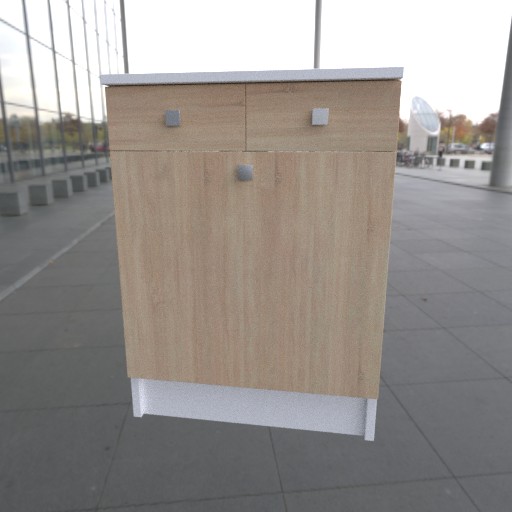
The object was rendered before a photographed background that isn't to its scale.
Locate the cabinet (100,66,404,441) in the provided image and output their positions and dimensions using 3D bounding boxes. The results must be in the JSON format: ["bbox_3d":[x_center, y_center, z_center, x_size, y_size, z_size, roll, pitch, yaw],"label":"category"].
[{"bbox_3d":[0.000,0.000,1.099,0.600,0.815,0.296,2,14,9],"label":"cabinet"}]
